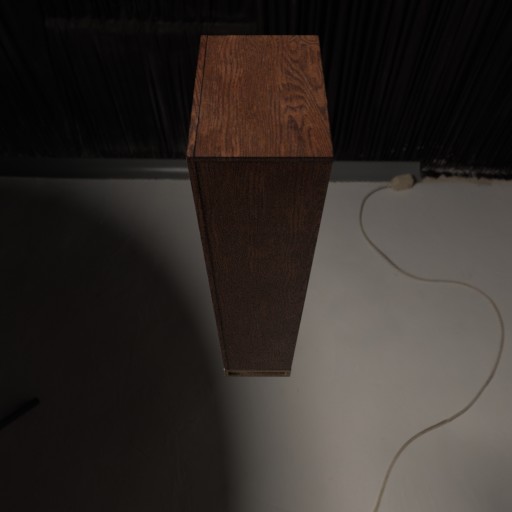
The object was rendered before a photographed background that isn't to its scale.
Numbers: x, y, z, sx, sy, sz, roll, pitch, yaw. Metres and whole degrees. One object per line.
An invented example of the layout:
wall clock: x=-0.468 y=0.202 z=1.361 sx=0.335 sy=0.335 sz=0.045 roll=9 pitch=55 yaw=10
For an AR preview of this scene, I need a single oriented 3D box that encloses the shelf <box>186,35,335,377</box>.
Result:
shelf: x=0.000 y=0.000 z=1.975 sx=0.395 sy=1.732 sz=0.539 roll=0 pitch=57 yaw=0
